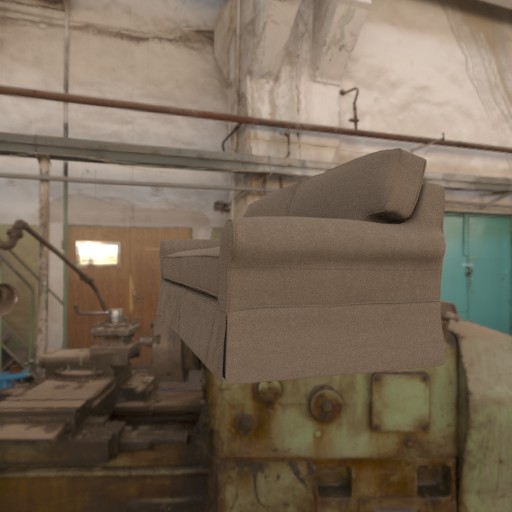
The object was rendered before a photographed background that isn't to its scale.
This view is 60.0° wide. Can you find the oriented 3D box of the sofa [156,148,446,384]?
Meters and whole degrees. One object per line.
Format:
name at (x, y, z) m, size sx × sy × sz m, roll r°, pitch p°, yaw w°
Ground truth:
sofa at (0.000, 0.000, 2.717) m, size 0.991 × 0.943 × 2.248 m, roll 0°, pitch 0°, yaw -19°
